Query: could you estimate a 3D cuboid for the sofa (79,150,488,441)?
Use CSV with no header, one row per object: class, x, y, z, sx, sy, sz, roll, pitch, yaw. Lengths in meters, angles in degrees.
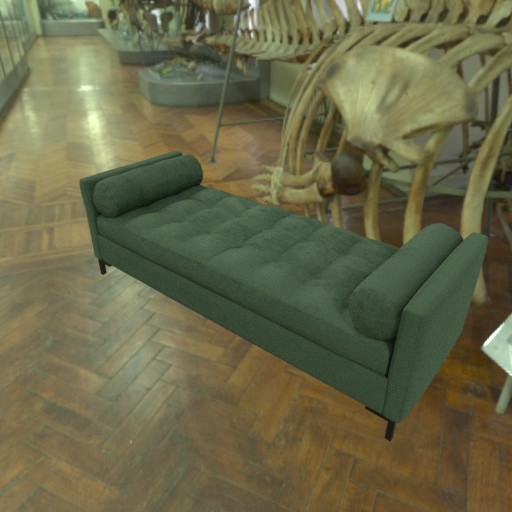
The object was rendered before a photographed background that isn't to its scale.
sofa,0.000,0.000,2.469,2.130,0.681,0.817,22,37,33
